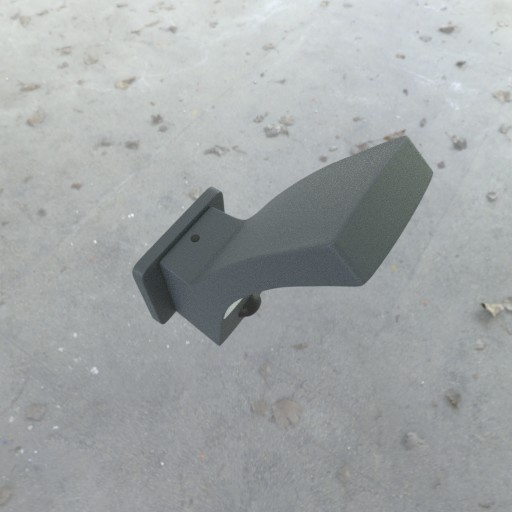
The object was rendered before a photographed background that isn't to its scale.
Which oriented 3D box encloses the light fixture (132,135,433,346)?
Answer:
[{"bbox_3d":[0.000,0.000,0.326,0.174,0.243,0.108,30,62,17],"label":"light fixture"}]
